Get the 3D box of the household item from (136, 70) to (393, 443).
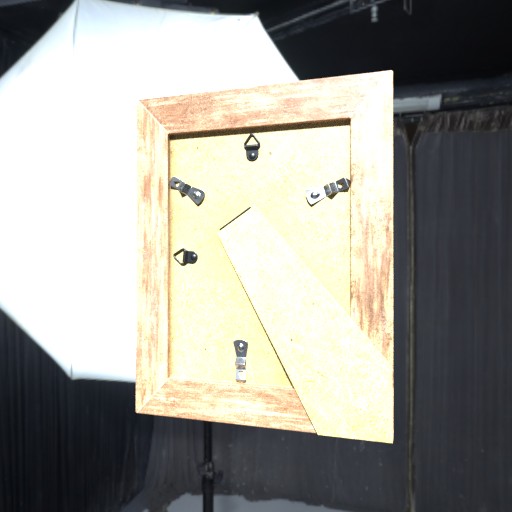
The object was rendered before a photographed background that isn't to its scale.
[{"bbox_3d":[0.000,0.000,0.315,0.186,0.237,0.018,0,0,17],"label":"household item"}]
